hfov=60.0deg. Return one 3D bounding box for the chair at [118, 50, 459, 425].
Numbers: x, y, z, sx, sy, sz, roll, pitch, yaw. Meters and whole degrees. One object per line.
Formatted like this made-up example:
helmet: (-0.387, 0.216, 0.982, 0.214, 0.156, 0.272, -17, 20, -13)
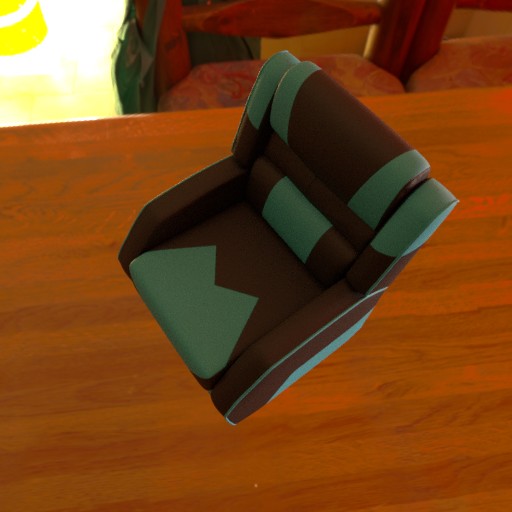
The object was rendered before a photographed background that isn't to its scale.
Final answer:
chair: (0.000, 0.000, 1.303, 0.672, 0.805, 0.620, -33, 67, -16)
